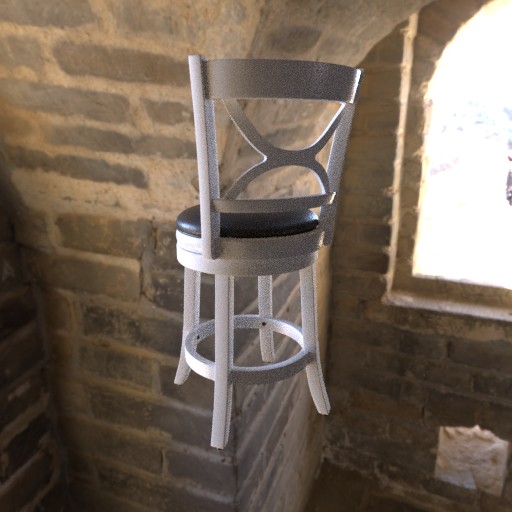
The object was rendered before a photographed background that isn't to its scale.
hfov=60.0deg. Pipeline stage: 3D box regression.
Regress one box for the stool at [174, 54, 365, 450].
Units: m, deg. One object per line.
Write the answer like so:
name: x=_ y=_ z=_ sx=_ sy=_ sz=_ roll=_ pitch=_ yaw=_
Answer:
stool: x=0.000 y=0.000 z=1.229 sx=0.444 sy=0.953 sz=0.508 roll=-7 pitch=17 yaw=-26
